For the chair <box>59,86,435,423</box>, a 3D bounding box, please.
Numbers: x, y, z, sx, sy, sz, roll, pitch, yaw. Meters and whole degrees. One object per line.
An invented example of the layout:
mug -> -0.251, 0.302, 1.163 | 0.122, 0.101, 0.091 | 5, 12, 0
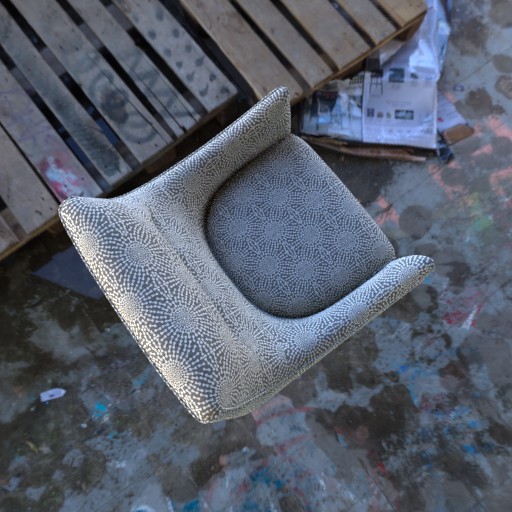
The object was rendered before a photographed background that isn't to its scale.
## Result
chair -> 0.000, 0.000, 1.447 | 0.787, 0.838, 0.762 | -36, 79, -8
